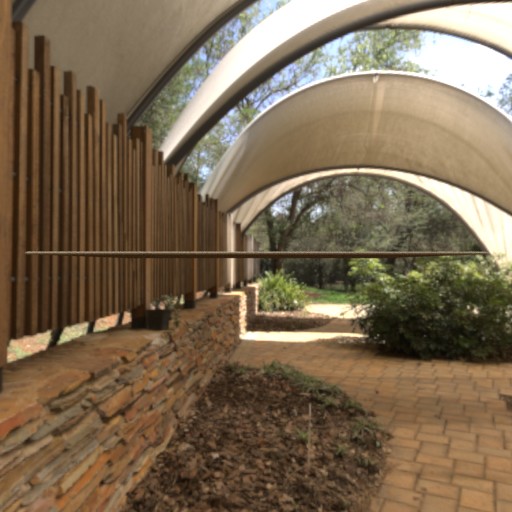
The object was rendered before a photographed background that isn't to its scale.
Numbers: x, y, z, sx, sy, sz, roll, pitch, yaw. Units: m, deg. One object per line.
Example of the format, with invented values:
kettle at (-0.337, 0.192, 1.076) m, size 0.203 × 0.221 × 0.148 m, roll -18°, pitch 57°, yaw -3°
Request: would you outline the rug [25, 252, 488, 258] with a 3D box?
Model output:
rug at (0.000, 0.000, 4.122) m, size 3.050 × 0.017 × 2.441 m, roll 0°, pitch -1°, yaw 0°
